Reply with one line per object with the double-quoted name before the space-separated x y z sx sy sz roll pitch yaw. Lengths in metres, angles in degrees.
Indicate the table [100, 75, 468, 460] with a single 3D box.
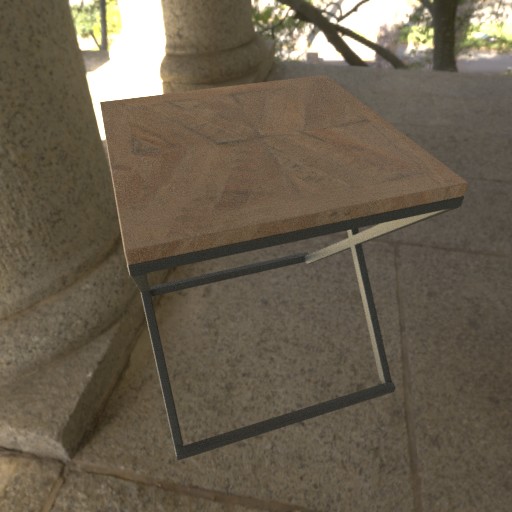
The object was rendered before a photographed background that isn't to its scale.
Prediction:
"table" 0.000 0.000 0.948 0.499 0.550 0.498 -12 42 -14
